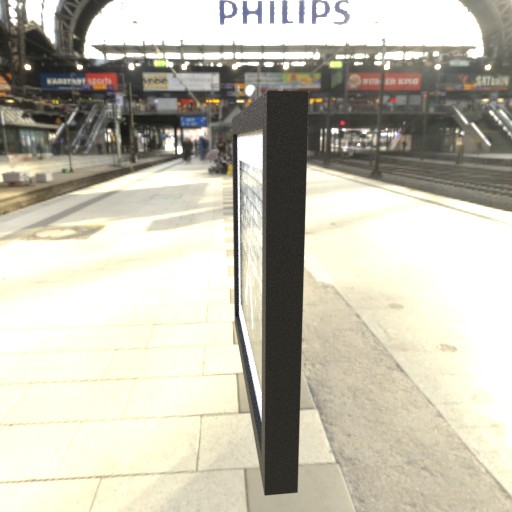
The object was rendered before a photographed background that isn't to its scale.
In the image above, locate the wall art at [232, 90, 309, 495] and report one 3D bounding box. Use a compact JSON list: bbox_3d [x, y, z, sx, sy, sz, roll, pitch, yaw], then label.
[{"bbox_3d":[0.000,0.000,0.527,0.029,0.330,0.381,-2,14,-6],"label":"wall art"}]
